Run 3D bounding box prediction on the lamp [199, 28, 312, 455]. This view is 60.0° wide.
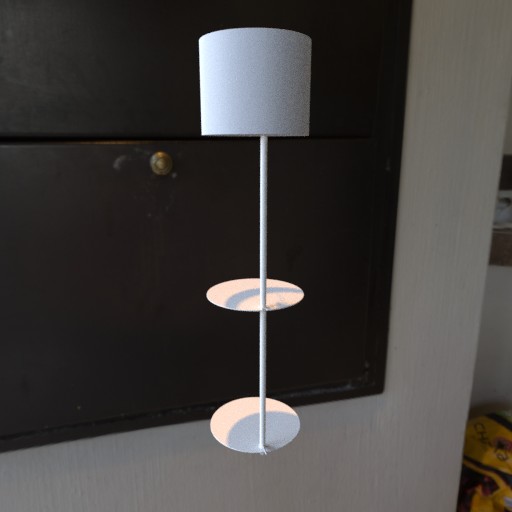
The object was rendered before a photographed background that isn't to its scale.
[{"bbox_3d":[0.000,0.000,1.644,0.372,1.465,0.405,-3,14,-10],"label":"lamp"}]
